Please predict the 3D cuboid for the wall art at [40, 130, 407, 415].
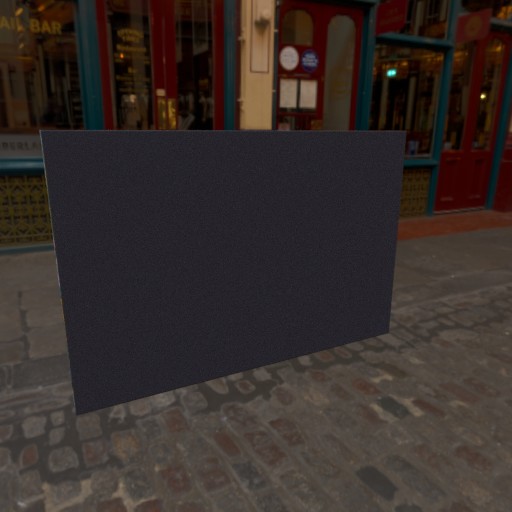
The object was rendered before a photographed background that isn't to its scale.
[{"bbox_3d":[0.000,0.000,1.109,0.908,0.604,0.037,-8,17,-26],"label":"wall art"}]
